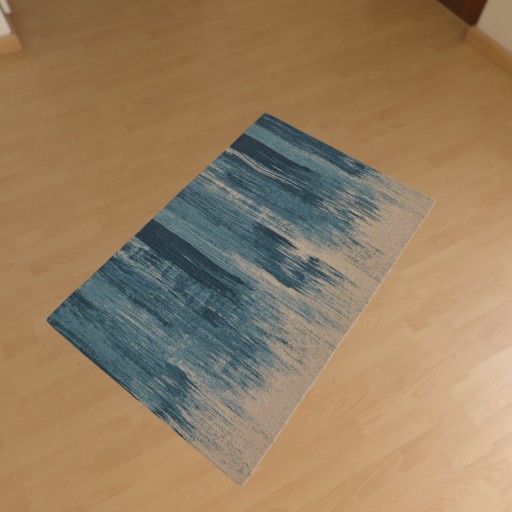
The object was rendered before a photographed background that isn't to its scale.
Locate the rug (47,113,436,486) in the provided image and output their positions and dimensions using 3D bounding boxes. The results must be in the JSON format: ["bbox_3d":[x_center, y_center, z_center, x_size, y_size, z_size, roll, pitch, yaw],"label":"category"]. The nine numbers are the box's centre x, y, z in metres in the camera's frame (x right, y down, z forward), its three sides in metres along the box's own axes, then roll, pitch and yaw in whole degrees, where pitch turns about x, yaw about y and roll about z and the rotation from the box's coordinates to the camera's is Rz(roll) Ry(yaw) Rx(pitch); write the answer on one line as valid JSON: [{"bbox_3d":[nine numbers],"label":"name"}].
[{"bbox_3d":[0.000,0.000,2.362,1.232,0.009,1.836,33,65,18],"label":"rug"}]
